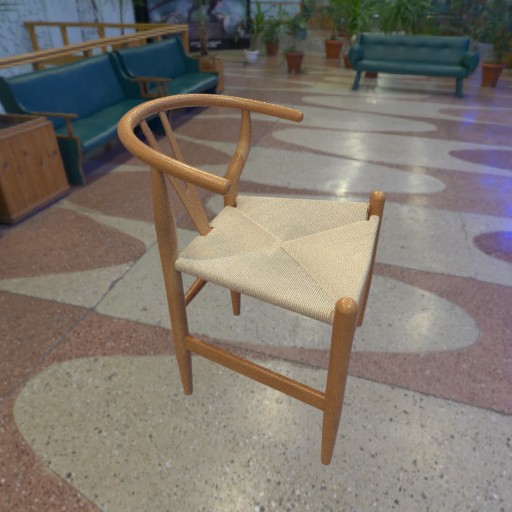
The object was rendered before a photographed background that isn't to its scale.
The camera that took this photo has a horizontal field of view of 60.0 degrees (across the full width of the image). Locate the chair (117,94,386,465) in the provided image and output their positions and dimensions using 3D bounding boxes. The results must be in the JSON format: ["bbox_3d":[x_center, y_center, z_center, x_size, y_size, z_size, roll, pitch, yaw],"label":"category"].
[{"bbox_3d":[0.000,0.000,1.151,0.579,0.730,0.569,10,33,16],"label":"chair"}]
